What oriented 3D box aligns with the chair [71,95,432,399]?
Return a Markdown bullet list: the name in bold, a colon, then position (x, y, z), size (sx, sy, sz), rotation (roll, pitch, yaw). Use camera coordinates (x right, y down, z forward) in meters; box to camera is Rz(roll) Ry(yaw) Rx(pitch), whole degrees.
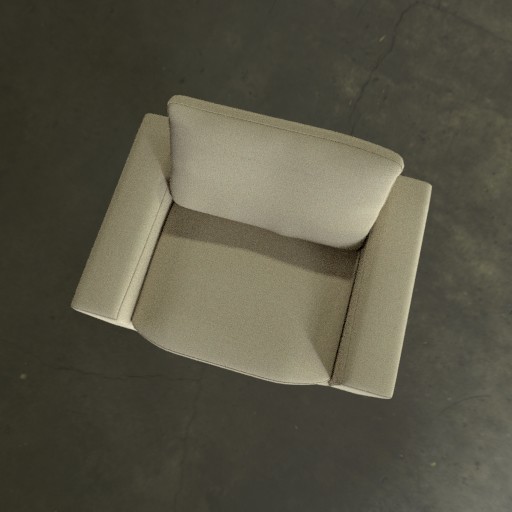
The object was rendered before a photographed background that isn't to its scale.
- **chair**: position (0.000, 0.000, 2.042), size (1.398, 0.915, 1.039), rotation (15, 75, 4)
